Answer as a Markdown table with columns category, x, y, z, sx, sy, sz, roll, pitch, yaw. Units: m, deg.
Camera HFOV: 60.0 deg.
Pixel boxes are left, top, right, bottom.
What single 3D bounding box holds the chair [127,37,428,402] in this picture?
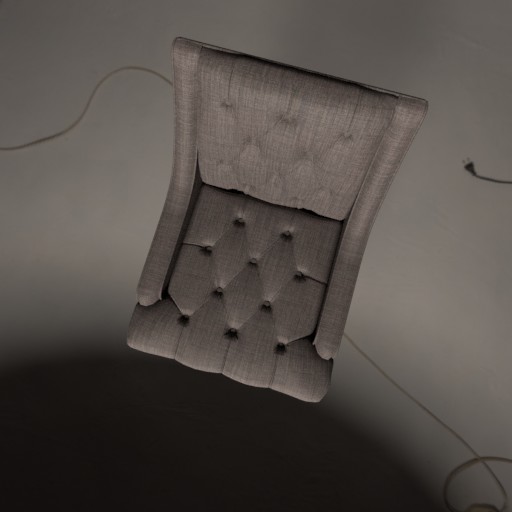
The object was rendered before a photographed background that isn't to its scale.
| category | x | y | z | sx | sy | sz | roll | pitch | yaw |
| --- | --- | --- | --- | --- | --- | --- | --- | --- | --- |
| chair | 0.000 | 0.000 | 1.402 | 0.655 | 0.891 | 0.771 | 16 | 78 | 3 |
